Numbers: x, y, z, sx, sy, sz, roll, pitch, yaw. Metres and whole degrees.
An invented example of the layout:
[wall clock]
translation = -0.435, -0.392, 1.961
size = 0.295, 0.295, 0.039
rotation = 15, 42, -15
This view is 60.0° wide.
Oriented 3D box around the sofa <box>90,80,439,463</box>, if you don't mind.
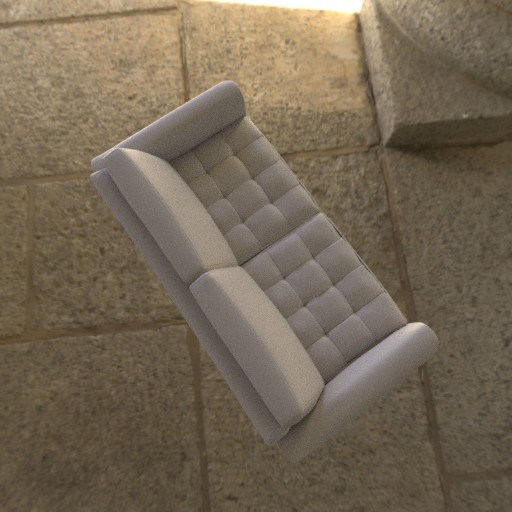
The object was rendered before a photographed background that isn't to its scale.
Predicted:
[sofa]
translation = 0.000, 0.000, 2.759
size = 1.121, 0.930, 2.177
rotation = -34, 78, -8
